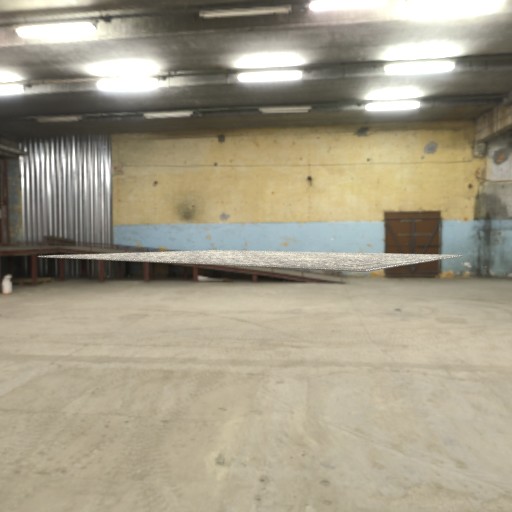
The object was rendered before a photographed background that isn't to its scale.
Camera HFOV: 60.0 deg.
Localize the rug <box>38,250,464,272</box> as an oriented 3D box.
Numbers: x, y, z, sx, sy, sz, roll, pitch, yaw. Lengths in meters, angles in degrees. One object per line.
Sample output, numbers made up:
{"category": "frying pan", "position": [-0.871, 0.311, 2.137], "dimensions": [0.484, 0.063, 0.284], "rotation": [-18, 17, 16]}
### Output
{"category": "rug", "position": [0.000, 0.000, 3.952], "dimensions": [2.980, 0.012, 2.363], "rotation": [2, 3, 35]}
